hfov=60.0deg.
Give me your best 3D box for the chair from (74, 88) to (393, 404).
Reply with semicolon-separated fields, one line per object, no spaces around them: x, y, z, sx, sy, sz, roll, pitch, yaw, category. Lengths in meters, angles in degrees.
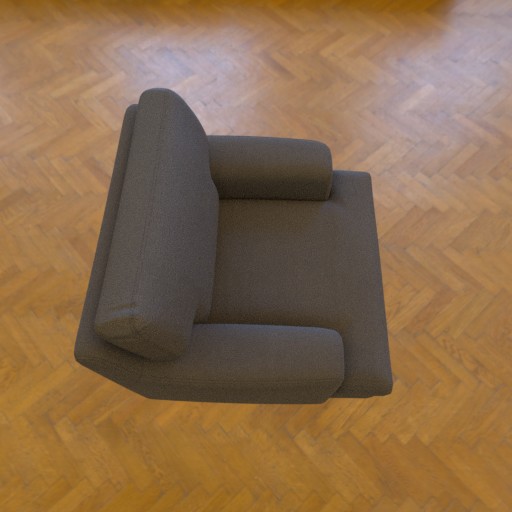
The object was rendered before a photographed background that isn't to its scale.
0.000;0.000;1.912;1.143;0.940;1.168;2;63;1;chair
